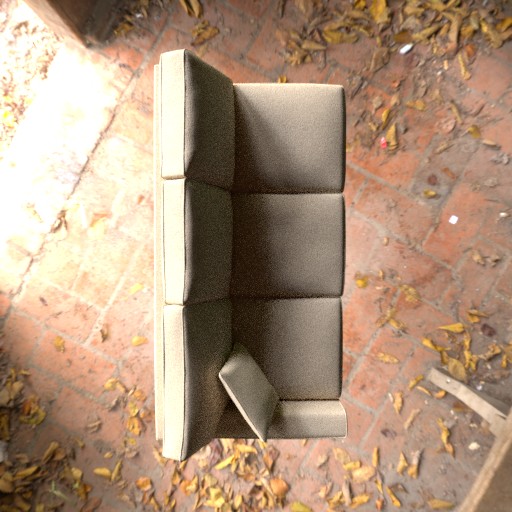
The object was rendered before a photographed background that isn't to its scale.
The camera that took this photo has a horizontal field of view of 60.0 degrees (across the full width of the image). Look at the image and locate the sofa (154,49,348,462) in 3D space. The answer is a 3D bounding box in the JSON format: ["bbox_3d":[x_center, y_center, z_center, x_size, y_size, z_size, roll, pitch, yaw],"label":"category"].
[{"bbox_3d":[0.000,0.000,2.520,1.034,0.946,1.962,0,91,0],"label":"sofa"}]
